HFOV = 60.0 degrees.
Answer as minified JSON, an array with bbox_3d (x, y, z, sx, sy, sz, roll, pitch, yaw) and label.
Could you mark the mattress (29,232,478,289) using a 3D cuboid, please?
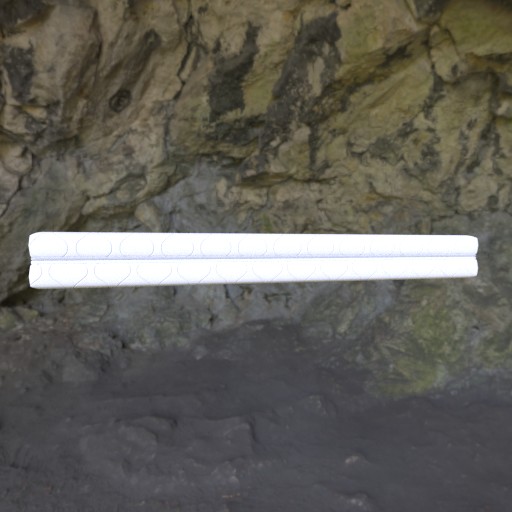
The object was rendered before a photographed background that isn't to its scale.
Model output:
[{"bbox_3d":[0.000,0.000,2.216,1.900,0.200,0.900,0,1,-17],"label":"mattress"}]
